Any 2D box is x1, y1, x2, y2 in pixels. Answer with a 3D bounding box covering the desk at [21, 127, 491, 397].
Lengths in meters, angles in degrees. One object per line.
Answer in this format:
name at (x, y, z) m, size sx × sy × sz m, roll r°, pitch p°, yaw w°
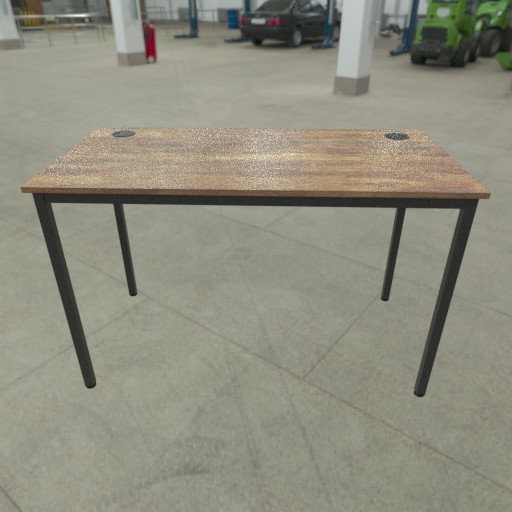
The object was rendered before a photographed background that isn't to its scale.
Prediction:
desk at (0.000, 0.000, 1.577) m, size 1.200 × 0.749 × 0.600 m, roll 1°, pitch 31°, yaw 2°
